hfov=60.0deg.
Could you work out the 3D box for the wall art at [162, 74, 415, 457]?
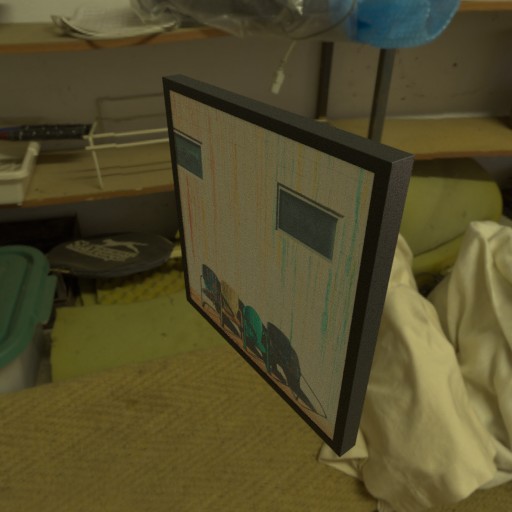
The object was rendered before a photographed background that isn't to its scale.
[{"bbox_3d":[0.000,0.000,0.762,0.037,0.506,0.506,-22,39,-30],"label":"wall art"}]
